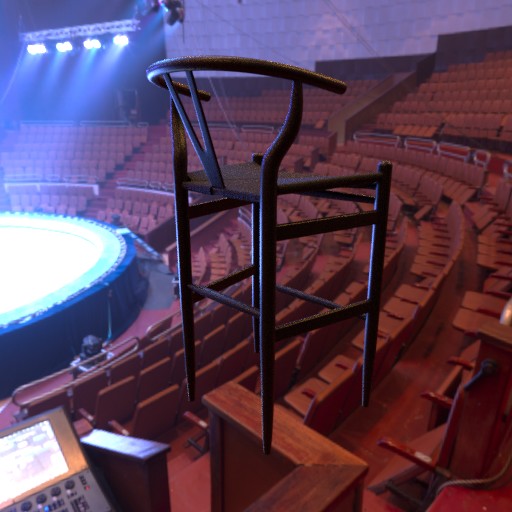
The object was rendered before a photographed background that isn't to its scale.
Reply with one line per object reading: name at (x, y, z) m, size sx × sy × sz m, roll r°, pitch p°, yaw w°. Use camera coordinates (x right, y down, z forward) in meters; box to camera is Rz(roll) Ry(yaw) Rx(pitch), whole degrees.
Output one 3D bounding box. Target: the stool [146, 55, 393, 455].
stool at (0.000, 0.000, 1.366) m, size 0.579 × 1.072 × 0.569 m, roll -16°, pitch 23°, yaw -42°
